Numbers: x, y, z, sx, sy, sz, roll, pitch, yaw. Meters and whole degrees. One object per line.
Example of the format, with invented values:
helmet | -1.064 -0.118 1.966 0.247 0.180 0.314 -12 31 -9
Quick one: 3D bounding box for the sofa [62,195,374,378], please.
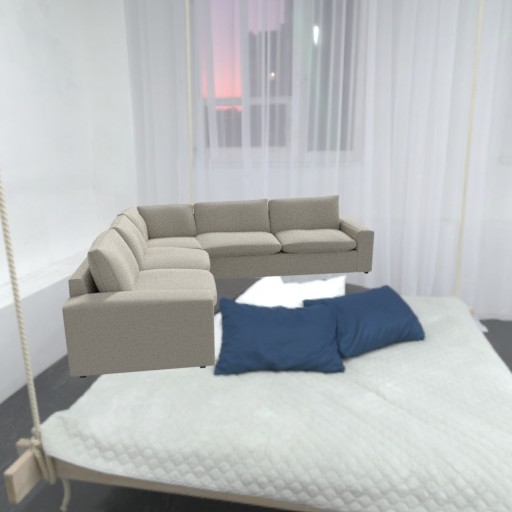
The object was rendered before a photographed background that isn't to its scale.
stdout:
sofa | 0.000 0.000 4.775 3.206 0.918 3.066 -2 15 -9
